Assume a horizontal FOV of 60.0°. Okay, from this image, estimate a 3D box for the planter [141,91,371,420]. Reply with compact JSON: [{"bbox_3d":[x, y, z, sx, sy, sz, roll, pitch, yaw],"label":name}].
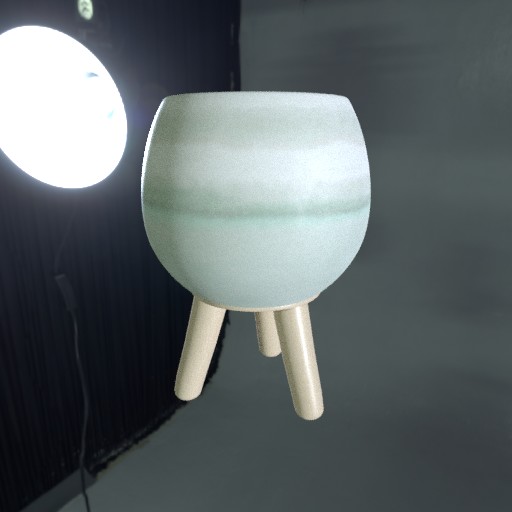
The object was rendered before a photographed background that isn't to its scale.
[{"bbox_3d":[0.000,0.000,0.334,0.161,0.224,0.161,0,16,0],"label":"planter"}]
